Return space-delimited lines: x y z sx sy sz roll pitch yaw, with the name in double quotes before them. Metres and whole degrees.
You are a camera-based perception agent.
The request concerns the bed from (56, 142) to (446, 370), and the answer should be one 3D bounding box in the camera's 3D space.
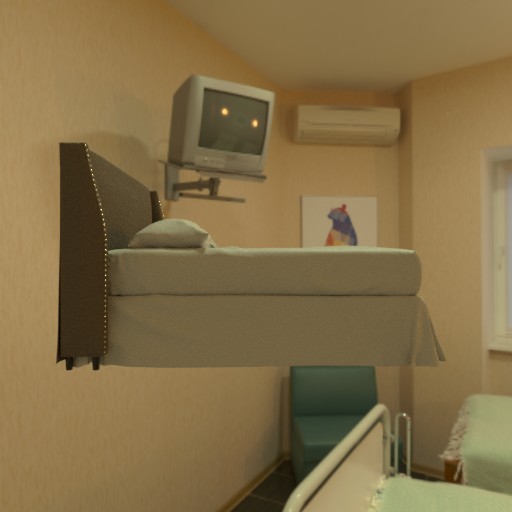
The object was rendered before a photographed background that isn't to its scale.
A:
"bed" 0.000 0.000 3.463 2.276 1.332 1.925 0 0 0
